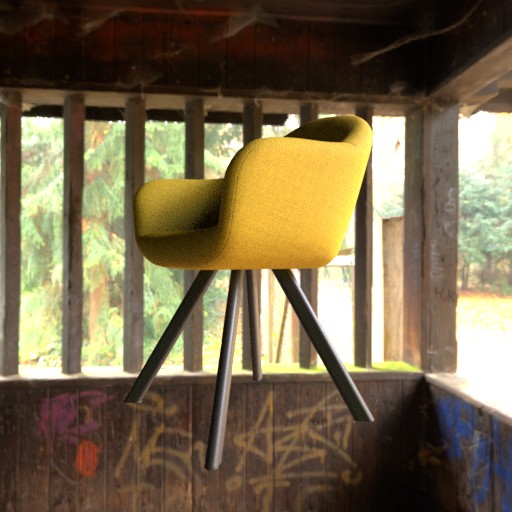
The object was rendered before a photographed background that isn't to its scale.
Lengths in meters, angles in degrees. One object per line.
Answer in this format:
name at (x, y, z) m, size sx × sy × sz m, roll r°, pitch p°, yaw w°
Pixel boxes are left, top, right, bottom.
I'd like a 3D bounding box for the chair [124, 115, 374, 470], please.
chair at (0.000, 0.000, 1.173) m, size 0.550 × 0.795 × 0.590 m, roll 0°, pitch -1°, yaw -34°
